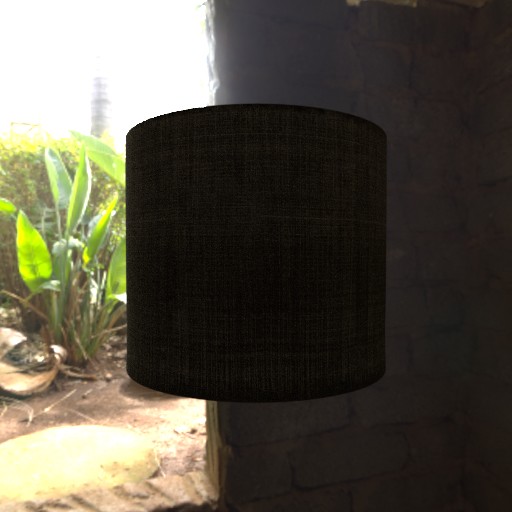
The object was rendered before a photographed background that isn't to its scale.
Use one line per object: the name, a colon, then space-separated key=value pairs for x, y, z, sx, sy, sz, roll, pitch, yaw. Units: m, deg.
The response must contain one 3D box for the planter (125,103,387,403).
planter: x=0.000 y=0.000 z=0.448 sx=0.254 sy=0.221 sz=0.254 roll=0 pitch=0 yaw=0
